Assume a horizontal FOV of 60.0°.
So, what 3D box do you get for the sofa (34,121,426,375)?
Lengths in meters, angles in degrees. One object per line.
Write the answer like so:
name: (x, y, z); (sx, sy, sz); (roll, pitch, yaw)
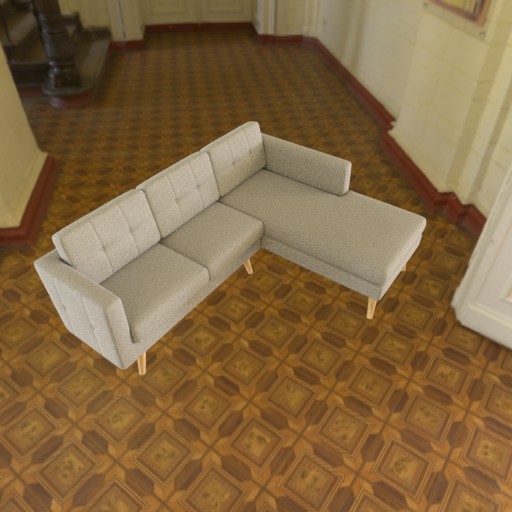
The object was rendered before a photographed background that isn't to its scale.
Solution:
sofa: (0.000, 0.000, 2.851); (1.530, 0.860, 2.040); (25, 47, 26)
